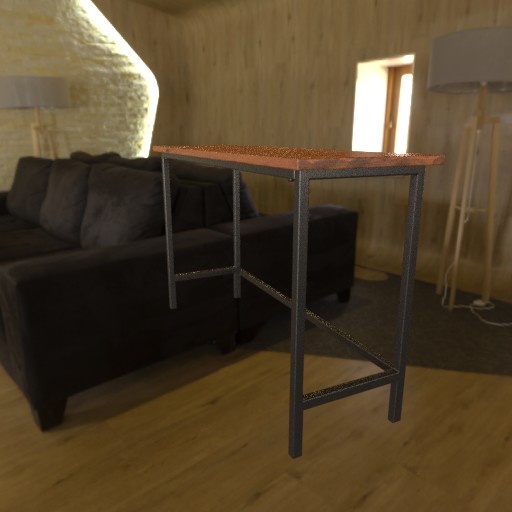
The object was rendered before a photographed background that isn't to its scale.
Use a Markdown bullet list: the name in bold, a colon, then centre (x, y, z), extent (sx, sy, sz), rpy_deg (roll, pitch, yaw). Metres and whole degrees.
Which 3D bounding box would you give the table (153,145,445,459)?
- **table**: centre (0.000, 0.000, 1.580), extent (0.408, 0.740, 1.204), rpy_deg (-7, 17, -25)
